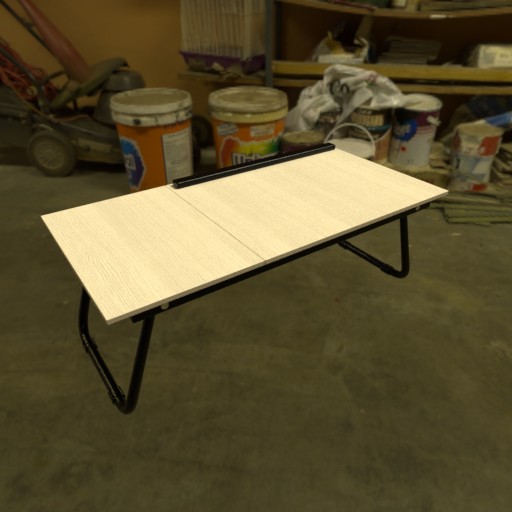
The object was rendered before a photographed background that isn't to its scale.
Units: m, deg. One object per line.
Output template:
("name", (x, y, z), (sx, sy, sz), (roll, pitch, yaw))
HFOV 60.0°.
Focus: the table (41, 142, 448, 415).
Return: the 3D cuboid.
("table", (0.000, 0.000, 0.831), (0.644, 0.242, 0.322), (-20, 37, -29))
